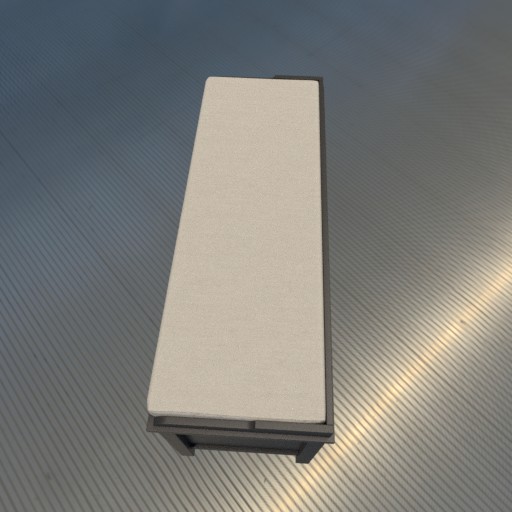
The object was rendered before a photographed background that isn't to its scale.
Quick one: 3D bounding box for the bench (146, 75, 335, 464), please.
[{"bbox_3d":[0.000,0.000,1.400,0.398,0.501,1.140,3,59,2],"label":"bench"}]
